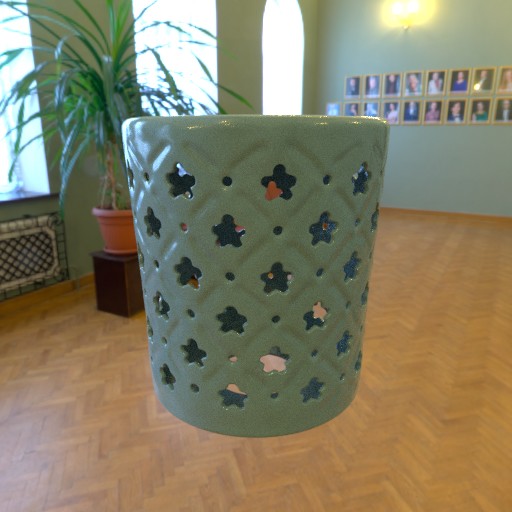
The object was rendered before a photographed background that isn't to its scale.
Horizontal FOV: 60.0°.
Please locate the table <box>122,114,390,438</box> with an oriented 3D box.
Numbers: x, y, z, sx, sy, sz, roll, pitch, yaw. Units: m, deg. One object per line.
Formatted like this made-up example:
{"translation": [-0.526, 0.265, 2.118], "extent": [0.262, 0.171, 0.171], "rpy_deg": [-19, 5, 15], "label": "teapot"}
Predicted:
{"translation": [0.000, 0.000, 0.648], "extent": [0.352, 0.387, 0.352], "rpy_deg": [0, 15, 0], "label": "table"}
